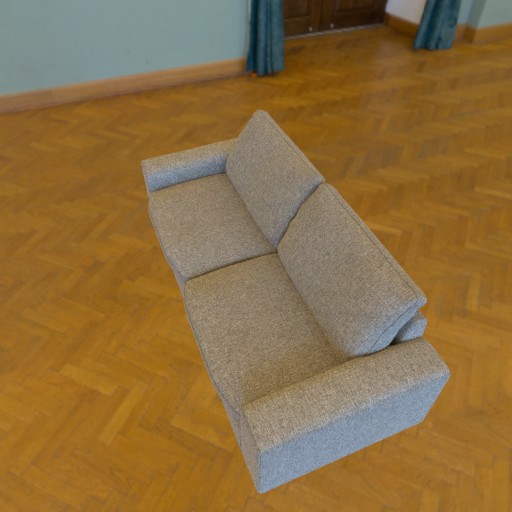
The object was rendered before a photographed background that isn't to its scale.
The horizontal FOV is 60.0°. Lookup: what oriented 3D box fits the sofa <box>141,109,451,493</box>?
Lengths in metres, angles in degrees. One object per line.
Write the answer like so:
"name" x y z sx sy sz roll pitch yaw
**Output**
"sofa" 0.000 0.000 2.742 1.040 0.922 2.299 -16 48 -15
